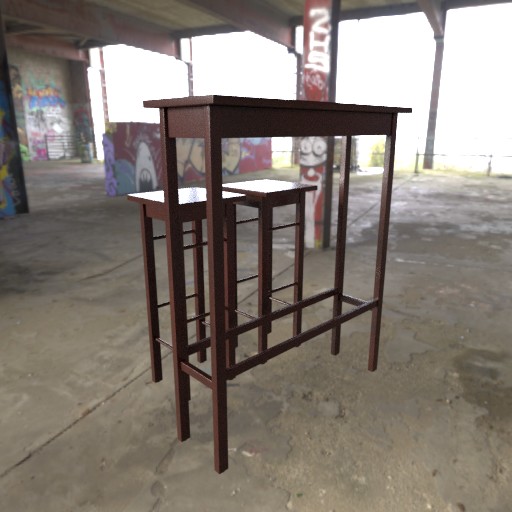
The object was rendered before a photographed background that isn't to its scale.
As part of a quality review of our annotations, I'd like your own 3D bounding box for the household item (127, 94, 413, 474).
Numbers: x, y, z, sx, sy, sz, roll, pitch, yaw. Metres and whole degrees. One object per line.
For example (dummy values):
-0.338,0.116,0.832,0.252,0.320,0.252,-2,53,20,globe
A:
0.000,0.000,1.668,0.914,1.067,0.676,-15,22,-42,household item
